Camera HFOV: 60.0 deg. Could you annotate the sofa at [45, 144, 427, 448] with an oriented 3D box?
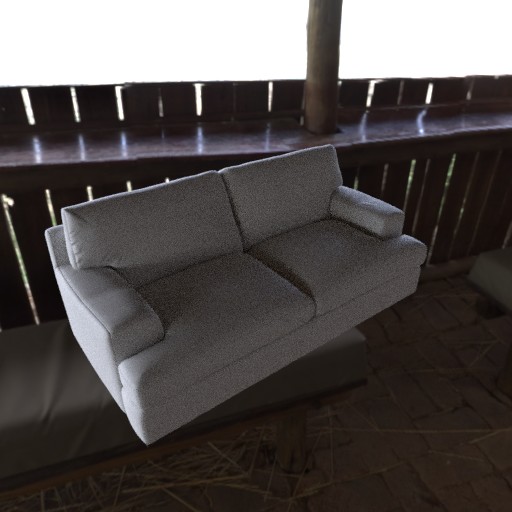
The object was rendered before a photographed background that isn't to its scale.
[{"bbox_3d":[0.000,0.000,2.847,2.261,0.940,1.143,-21,36,-32],"label":"sofa"}]
